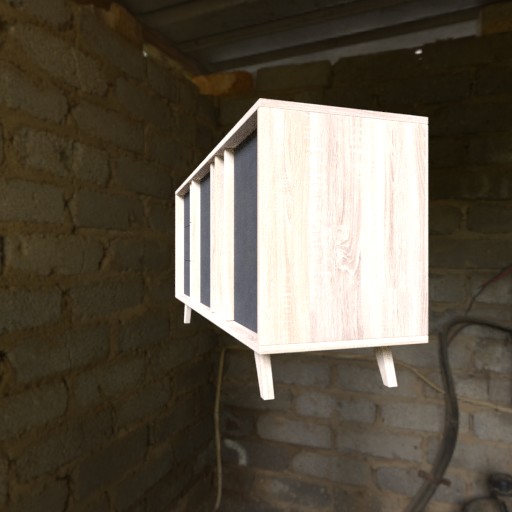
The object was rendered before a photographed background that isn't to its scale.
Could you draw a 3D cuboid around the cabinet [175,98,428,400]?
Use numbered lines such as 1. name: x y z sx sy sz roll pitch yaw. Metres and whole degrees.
1. cabinet: 0.000 0.000 1.961 0.500 0.780 1.650 0 0 -17
